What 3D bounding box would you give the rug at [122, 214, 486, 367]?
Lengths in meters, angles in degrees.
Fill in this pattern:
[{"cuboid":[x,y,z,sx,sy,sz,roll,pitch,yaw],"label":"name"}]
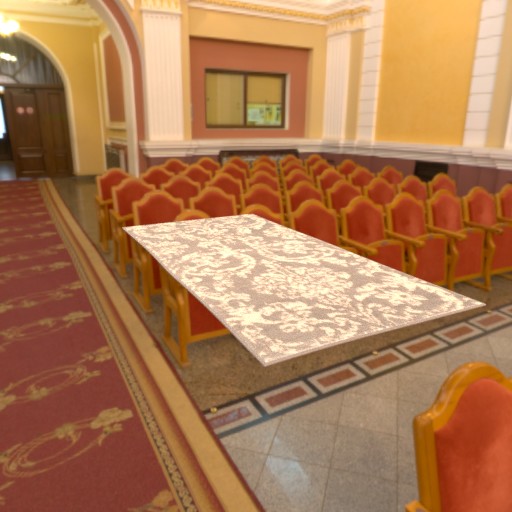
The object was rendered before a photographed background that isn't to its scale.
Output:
[{"cuboid":[0.000,0.000,1.440,0.604,0.007,1.219,-9,19,-26],"label":"rug"}]
